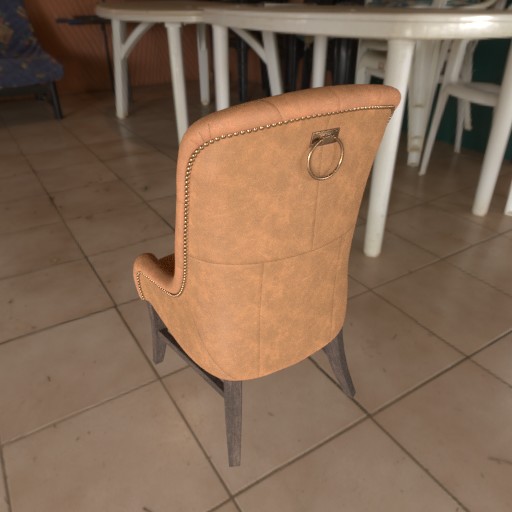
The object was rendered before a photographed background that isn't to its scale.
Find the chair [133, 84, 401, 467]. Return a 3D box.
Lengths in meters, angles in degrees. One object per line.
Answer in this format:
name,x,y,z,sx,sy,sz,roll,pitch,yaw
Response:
chair,0.000,0.000,1.407,0.634,1.091,0.629,-19,35,-29
